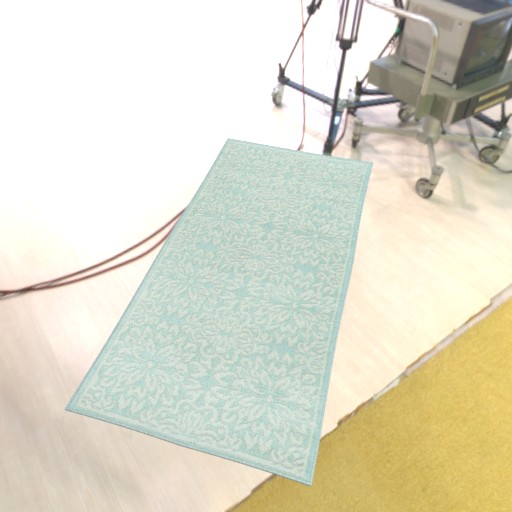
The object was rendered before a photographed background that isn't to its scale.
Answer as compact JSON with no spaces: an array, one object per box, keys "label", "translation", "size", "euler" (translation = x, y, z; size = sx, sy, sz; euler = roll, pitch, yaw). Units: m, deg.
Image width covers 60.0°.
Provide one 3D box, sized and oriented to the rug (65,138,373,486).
[{"label":"rug","translation":[0.000,0.000,1.402],"size":[0.604,0.007,1.219],"euler":[12,49,11]}]
